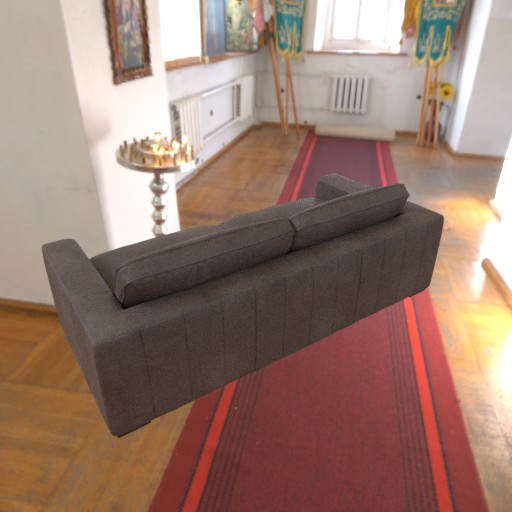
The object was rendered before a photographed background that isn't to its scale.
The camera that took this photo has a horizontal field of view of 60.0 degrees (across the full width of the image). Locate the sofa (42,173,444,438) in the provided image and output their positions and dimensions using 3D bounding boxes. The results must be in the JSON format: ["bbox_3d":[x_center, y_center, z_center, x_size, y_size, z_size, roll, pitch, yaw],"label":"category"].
[{"bbox_3d":[0.000,0.000,2.755,2.262,0.801,1.070,-18,34,-29],"label":"sofa"}]
